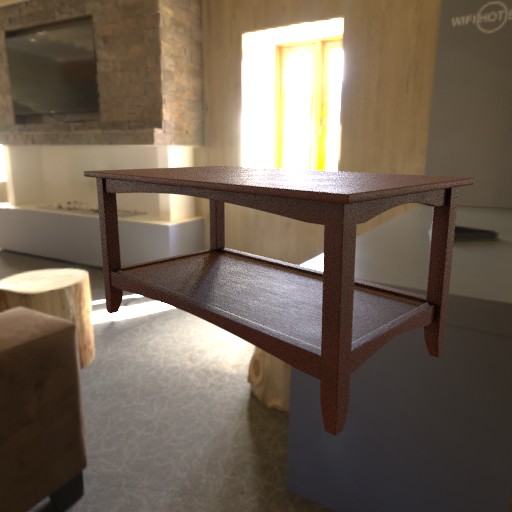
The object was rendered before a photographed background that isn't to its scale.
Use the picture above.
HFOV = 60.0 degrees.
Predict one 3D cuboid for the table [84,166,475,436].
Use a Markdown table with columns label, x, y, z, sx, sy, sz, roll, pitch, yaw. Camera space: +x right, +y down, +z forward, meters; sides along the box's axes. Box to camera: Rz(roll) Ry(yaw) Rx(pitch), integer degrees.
| label | x | y | z | sx | sy | sz | roll | pitch | yaw |
| --- | --- | --- | --- | --- | --- | --- | --- | --- | --- |
| table | 0.000 | 0.000 | 1.251 | 0.533 | 0.456 | 0.943 | -13 | 19 | -43 |
